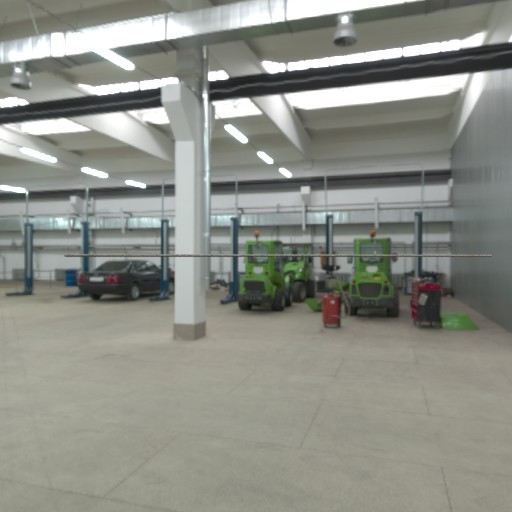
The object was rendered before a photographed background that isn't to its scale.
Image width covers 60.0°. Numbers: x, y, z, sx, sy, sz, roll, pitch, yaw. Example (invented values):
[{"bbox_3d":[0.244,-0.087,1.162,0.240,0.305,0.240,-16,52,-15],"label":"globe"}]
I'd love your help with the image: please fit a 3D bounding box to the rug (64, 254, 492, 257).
[{"bbox_3d":[0.000,0.000,4.104,3.050,0.016,2.441,0,0,-18],"label":"rug"}]
